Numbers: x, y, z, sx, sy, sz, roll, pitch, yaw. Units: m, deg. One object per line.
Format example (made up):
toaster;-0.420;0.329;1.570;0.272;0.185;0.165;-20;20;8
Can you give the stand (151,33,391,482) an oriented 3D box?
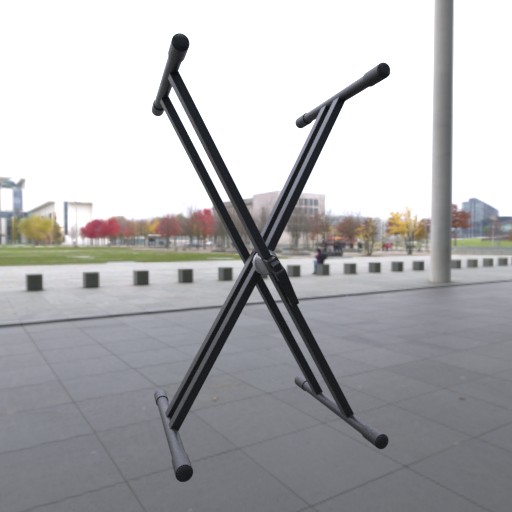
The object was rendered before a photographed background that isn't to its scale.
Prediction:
stand;0.000;0.000;1.189;0.503;0.900;0.495;-1;2;-18
